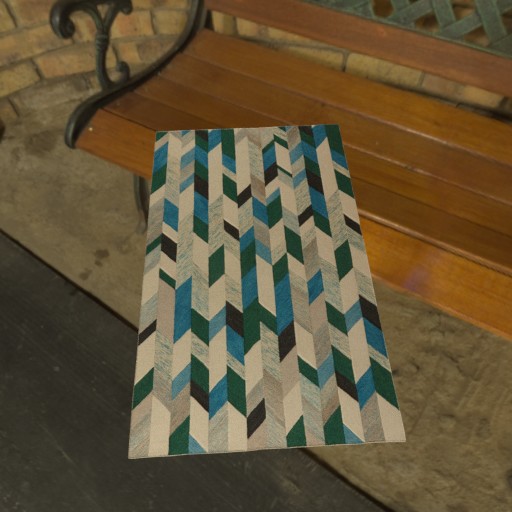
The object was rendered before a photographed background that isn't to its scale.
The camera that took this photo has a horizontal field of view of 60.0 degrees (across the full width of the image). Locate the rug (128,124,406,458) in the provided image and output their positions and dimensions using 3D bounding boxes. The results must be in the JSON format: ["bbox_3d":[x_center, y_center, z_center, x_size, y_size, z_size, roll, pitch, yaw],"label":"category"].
[{"bbox_3d":[0.000,0.000,3.005,1.507,0.007,2.433,-3,60,-2],"label":"rug"}]
